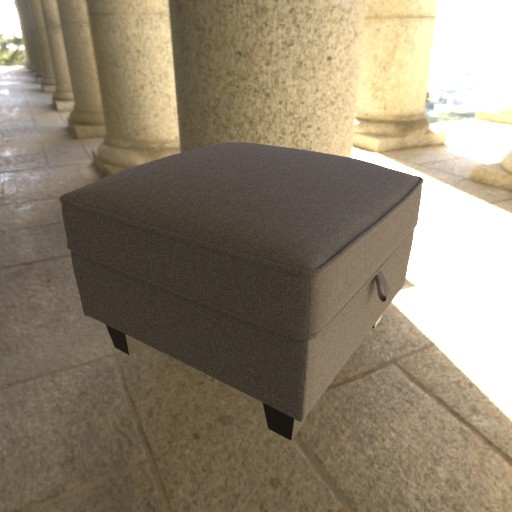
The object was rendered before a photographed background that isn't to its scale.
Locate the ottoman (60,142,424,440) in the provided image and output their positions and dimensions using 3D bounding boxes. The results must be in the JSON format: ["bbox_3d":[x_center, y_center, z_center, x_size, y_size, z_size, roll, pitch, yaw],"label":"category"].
[{"bbox_3d":[0.000,0.000,1.427,0.871,0.612,0.808,17,31,30],"label":"ottoman"}]
